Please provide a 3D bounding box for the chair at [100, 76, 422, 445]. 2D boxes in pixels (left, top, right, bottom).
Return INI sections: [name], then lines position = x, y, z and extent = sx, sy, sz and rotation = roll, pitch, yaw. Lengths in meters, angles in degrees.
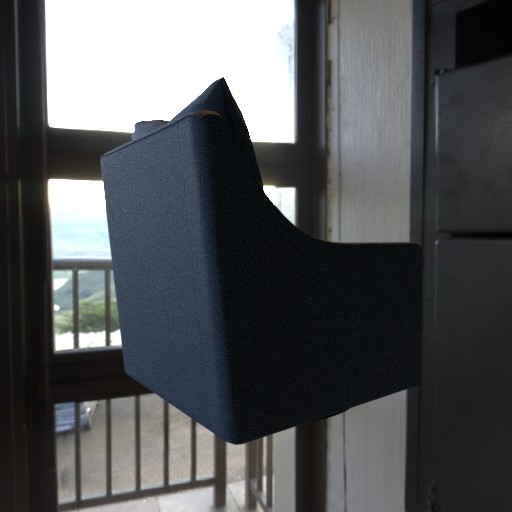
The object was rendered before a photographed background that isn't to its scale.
[chair]
position = 0.000, 0.000, 1.556
extent = 0.870, 0.939, 0.750
rotation = -2, 3, -36
